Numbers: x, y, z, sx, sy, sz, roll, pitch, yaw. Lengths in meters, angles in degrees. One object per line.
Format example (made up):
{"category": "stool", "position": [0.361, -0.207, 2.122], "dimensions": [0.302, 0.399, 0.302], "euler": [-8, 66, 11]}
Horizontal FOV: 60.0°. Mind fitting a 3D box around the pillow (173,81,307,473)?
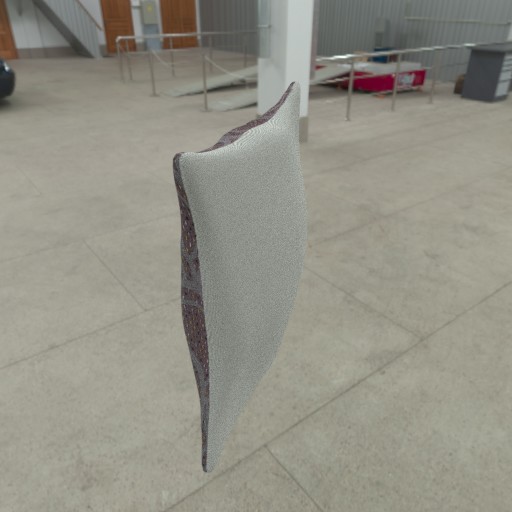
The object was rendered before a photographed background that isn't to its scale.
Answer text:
{"category": "pillow", "position": [0.000, 0.000, 0.781], "dimensions": [0.163, 0.513, 0.514], "euler": [9, 31, 15]}
